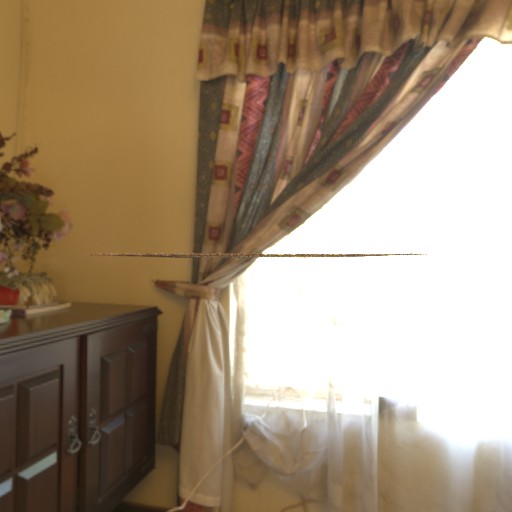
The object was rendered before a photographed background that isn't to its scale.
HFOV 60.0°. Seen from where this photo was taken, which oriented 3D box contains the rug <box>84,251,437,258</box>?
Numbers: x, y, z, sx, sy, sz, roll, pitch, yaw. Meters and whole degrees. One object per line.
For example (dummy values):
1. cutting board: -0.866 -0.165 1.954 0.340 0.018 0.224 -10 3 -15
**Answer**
1. rug: 0.000 0.000 1.893 0.920 0.013 1.541 0 -1 0
